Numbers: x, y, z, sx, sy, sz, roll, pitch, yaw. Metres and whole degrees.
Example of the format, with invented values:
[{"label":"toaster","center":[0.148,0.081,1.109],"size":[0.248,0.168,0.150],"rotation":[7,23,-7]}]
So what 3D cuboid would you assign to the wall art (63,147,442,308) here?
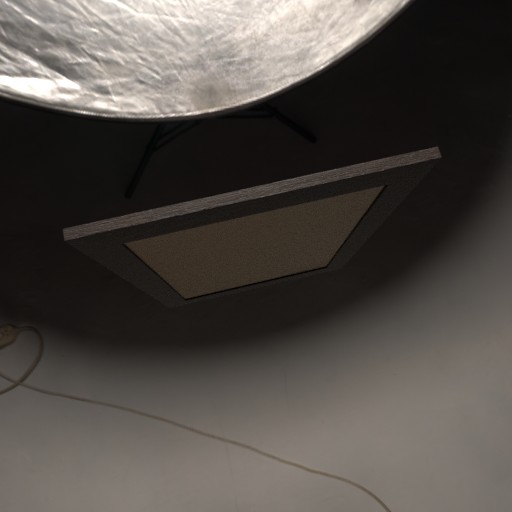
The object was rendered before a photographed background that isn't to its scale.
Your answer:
[{"label":"wall art","center":[0.000,0.000,0.658],"size":[0.359,0.508,0.013],"rotation":[-13,77,-3]}]
